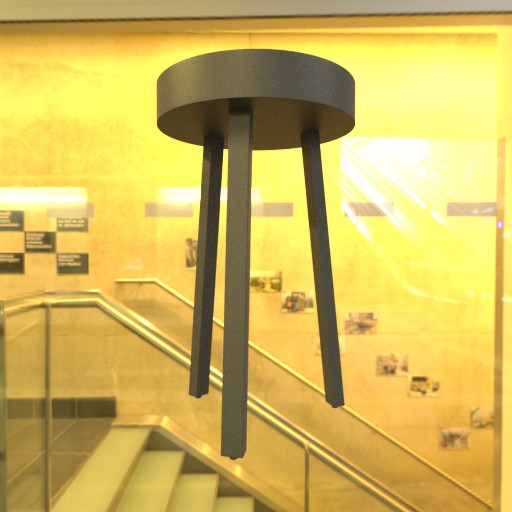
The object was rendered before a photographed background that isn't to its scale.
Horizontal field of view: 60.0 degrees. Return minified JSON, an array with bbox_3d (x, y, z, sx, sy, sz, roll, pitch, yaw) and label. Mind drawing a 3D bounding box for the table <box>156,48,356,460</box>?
[{"bbox_3d":[0.000,0.000,0.933,0.406,0.686,0.406,0,1,-18],"label":"table"}]
